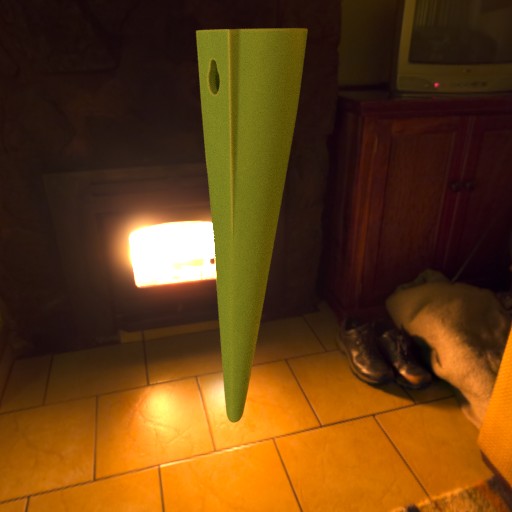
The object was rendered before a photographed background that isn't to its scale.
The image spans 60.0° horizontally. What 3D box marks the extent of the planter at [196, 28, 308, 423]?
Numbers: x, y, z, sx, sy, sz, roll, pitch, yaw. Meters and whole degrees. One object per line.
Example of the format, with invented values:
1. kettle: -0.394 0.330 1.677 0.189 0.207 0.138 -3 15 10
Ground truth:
1. planter: 0.000 0.000 0.293 0.055 0.268 0.054 -18 31 -32
